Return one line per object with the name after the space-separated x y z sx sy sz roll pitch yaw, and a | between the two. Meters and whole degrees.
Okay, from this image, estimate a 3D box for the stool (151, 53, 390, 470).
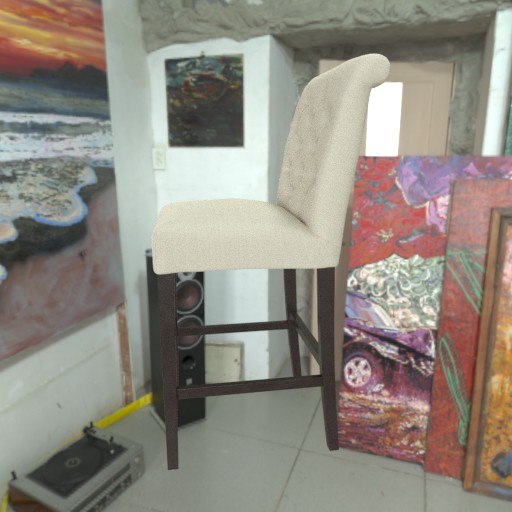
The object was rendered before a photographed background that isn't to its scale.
0.000 0.000 1.383 0.610 1.118 0.482 -2 14 -9 | stool
